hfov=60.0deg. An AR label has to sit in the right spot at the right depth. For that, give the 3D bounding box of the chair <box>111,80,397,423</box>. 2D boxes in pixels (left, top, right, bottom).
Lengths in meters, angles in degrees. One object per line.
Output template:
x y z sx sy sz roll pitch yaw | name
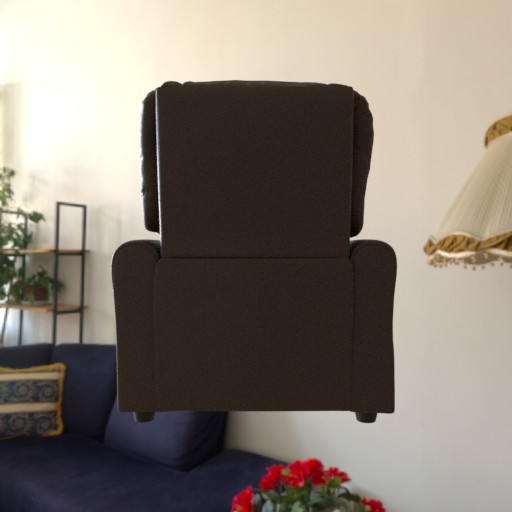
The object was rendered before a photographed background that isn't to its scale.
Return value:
0.000 0.000 1.113 0.610 0.709 0.521 0 -1 0 | chair
